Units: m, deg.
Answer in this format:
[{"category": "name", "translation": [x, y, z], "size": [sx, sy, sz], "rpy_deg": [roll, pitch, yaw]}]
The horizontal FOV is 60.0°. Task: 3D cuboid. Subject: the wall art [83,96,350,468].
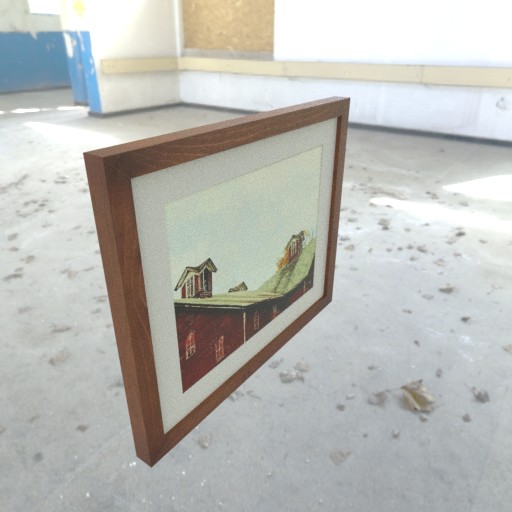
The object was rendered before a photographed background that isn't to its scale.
[{"category": "wall art", "translation": [0.000, 0.000, 0.753], "size": [0.033, 0.457, 0.558], "rpy_deg": [18, 32, 32]}]
